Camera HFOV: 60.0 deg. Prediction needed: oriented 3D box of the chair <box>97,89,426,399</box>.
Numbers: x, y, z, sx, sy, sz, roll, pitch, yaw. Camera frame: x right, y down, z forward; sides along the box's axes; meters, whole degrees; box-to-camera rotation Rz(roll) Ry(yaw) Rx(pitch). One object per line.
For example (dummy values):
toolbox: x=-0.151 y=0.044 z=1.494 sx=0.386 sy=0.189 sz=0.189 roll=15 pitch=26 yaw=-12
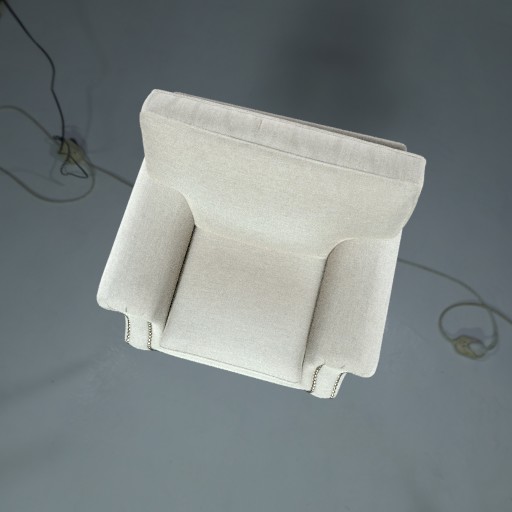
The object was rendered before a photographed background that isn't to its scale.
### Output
chair: x=0.000 y=0.000 z=1.834 sx=1.092 sy=0.961 sz=0.965 roll=14 pitch=76 yaw=4
